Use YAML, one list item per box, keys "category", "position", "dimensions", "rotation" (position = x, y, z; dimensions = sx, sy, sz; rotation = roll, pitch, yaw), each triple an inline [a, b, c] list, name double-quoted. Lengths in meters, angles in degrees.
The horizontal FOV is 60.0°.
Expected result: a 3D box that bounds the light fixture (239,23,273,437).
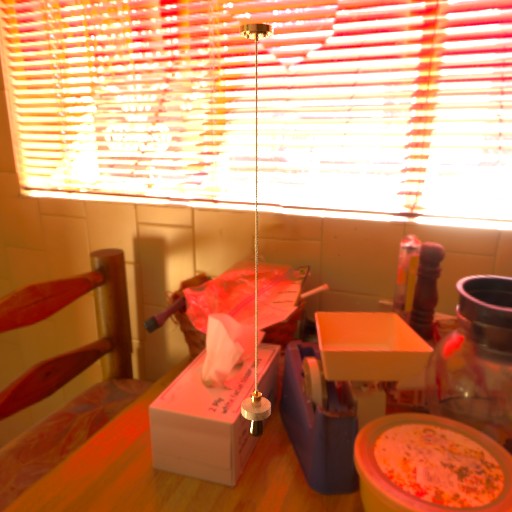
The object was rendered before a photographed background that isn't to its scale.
- category: "light fixture"
  position: [0.000, 0.000, 1.778]
  dimensions: [0.129, 1.669, 0.129]
  rotation: [-2, 15, -8]
